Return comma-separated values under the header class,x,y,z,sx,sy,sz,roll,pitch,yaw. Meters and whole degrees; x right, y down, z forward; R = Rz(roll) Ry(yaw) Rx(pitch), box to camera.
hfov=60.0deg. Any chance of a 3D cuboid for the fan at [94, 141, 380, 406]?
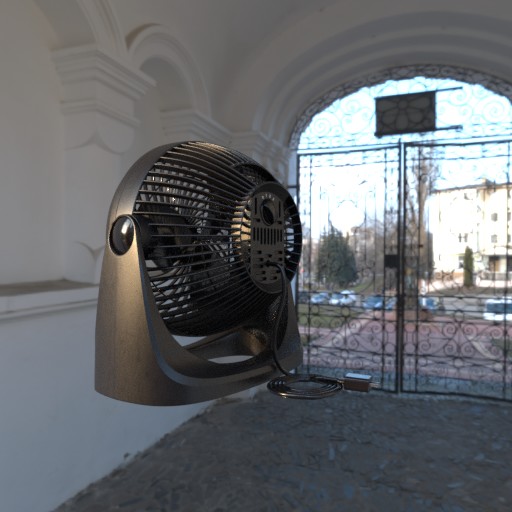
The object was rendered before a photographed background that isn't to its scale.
class,x,y,z,sx,sy,sz,roll,pitch,yaw
fan,0.000,0.000,0.495,0.256,0.277,0.273,0,0,36
